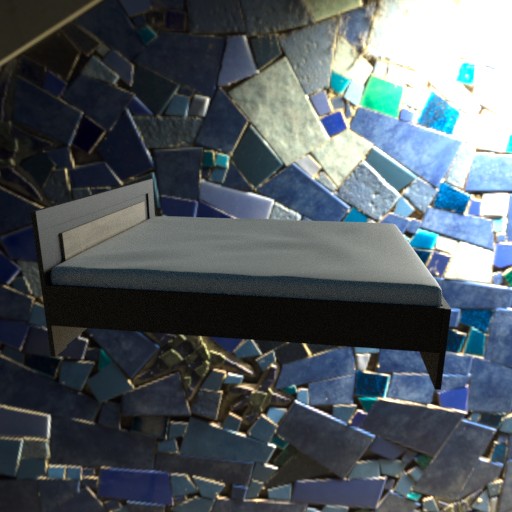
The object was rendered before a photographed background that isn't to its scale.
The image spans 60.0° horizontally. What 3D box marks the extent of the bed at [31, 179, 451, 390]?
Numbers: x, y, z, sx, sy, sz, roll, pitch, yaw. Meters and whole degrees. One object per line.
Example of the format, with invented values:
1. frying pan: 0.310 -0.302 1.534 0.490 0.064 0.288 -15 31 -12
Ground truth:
1. bed: 0.000 0.000 2.956 2.073 0.823 1.585 2 16 8
